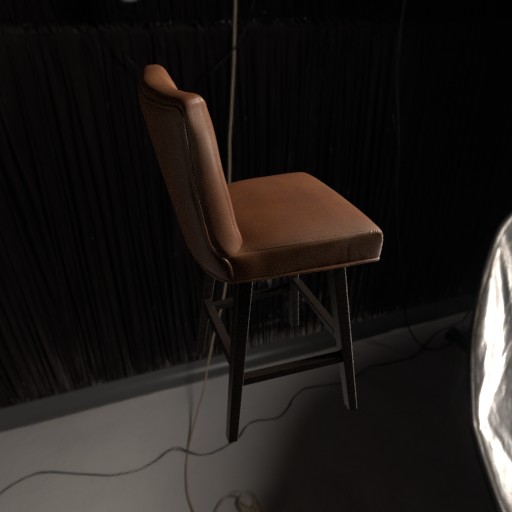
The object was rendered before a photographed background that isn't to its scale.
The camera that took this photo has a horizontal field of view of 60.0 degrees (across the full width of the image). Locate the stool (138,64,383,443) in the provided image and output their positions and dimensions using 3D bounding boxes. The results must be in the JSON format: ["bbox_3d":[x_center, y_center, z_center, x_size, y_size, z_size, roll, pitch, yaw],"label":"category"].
[{"bbox_3d":[0.000,0.000,1.412,0.585,1.094,0.522,-11,33,-17],"label":"stool"}]
